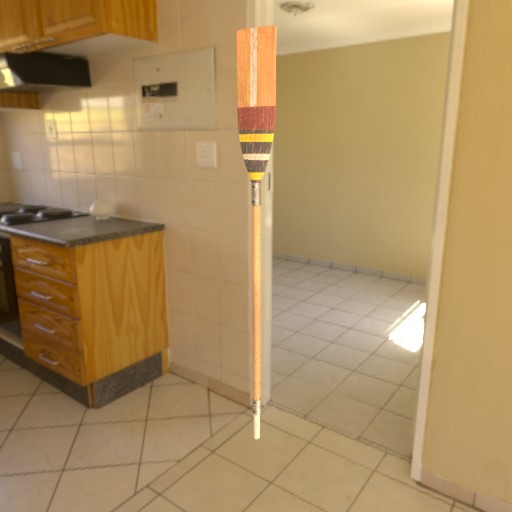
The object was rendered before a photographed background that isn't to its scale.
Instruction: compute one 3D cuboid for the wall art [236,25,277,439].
[{"bbox_3d":[0.000,0.000,1.655,0.146,1.556,0.038,7,16,26],"label":"wall art"}]
